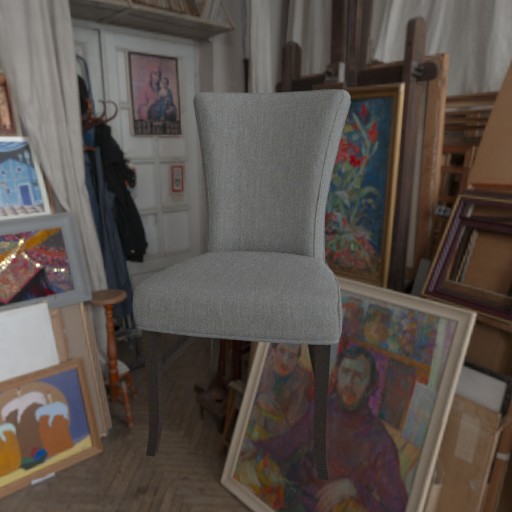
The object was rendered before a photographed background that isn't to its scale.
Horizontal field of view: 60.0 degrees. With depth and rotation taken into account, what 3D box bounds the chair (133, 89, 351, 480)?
[{"bbox_3d":[0.000,0.000,1.334,0.520,0.991,0.660,3,14,11],"label":"chair"}]
